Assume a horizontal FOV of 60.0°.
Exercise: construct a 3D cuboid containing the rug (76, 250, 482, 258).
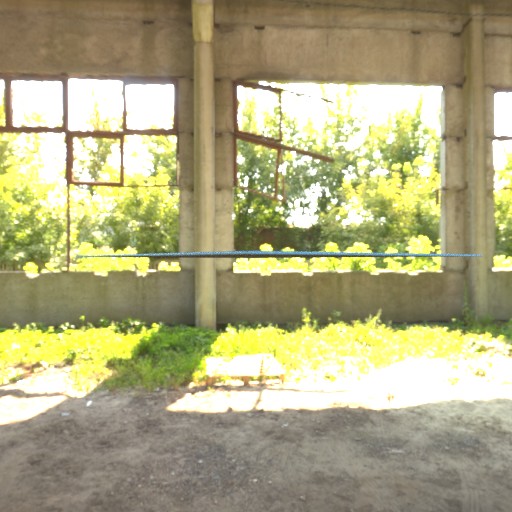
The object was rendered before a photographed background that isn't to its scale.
[{"bbox_3d":[0.000,0.000,4.046,2.350,0.018,2.964,0,-1,-38],"label":"rug"}]
